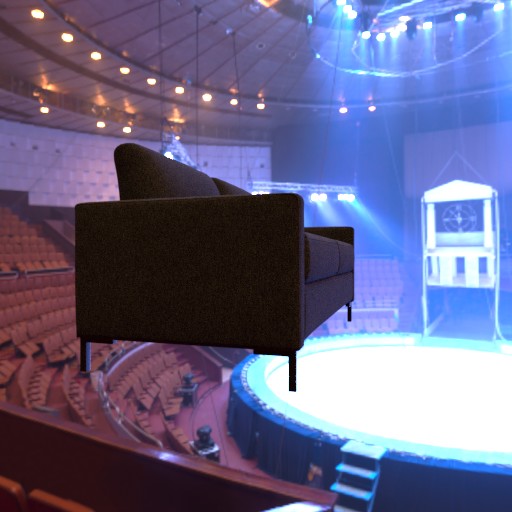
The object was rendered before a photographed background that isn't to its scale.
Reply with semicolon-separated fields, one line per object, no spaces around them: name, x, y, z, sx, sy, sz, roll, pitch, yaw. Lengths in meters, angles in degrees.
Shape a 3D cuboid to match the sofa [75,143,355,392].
sofa;0.000;0.000;2.291;0.866;0.862;1.716;0;0;18
